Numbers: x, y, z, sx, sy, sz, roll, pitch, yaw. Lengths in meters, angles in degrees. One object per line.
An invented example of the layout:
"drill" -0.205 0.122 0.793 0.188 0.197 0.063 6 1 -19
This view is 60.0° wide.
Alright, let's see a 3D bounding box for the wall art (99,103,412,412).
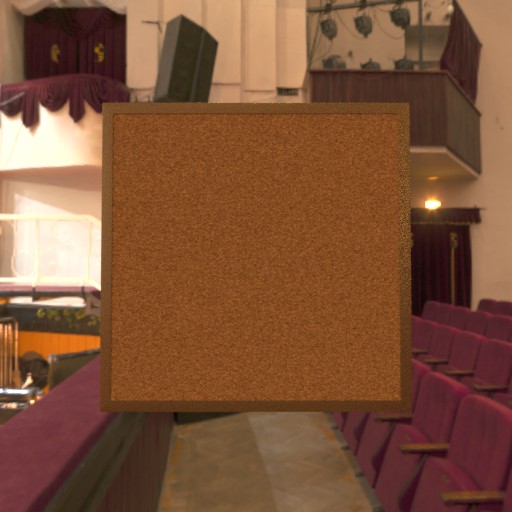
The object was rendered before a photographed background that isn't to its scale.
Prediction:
"wall art" 0.000 0.000 1.115 0.767 0.765 0.036 0 -2 0
